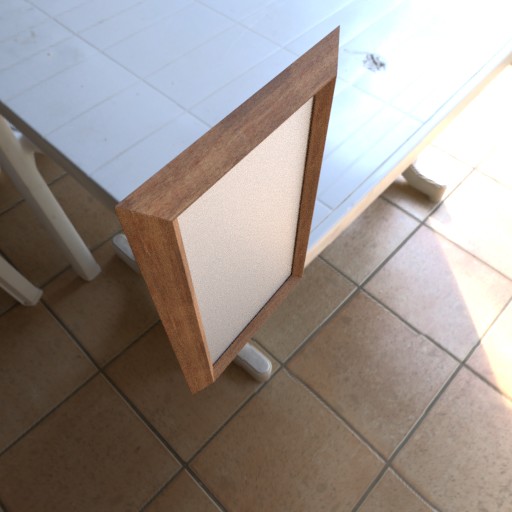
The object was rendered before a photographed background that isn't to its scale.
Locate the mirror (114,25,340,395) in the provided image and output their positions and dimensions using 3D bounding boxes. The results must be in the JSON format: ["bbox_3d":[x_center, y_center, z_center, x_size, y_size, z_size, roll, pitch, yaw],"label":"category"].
[{"bbox_3d":[0.000,0.000,1.238,0.047,1.010,0.651,33,63,20],"label":"mirror"}]
